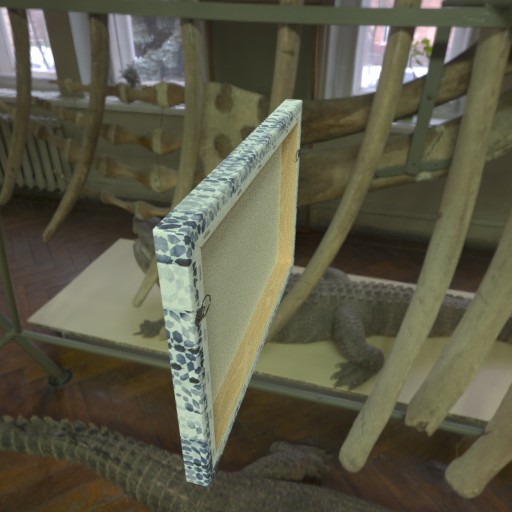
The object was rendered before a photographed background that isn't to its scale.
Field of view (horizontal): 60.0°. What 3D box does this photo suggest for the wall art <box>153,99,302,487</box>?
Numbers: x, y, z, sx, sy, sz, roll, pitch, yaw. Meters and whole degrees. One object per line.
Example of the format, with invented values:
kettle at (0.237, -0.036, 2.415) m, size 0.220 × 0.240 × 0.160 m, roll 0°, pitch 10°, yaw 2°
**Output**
wall art at (0.000, 0.000, 1.160) m, size 0.057 × 0.608 × 0.911 m, roll 8°, pitch 32°, yaw 13°
